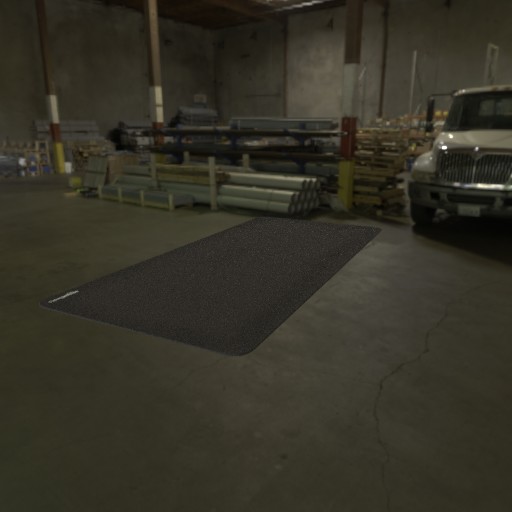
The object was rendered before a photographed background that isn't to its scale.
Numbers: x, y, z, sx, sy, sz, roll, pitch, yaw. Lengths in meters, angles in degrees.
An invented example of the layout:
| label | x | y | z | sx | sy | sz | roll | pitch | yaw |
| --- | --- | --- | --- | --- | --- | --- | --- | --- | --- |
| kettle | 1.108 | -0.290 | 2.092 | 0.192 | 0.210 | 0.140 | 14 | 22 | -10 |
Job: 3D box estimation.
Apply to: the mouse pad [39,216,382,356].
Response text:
| label | x | y | z | sx | sy | sz | roll | pitch | yaw |
| --- | --- | --- | --- | --- | --- | --- | --- | --- | --- |
| mouse pad | 0.000 | 0.000 | 1.074 | 0.424 | 0.003 | 0.907 | 8 | 18 | 26 |
